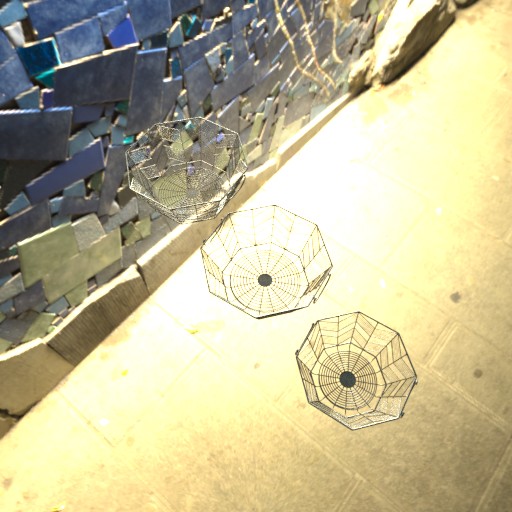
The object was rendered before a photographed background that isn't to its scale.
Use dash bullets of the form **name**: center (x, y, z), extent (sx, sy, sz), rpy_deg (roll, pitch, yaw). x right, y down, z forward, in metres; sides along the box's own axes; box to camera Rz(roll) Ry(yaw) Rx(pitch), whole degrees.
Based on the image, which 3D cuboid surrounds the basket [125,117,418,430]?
- **basket**: center (0.000, 0.000, 1.415), extent (0.432, 0.178, 1.246), rpy_deg (-32, 64, -18)
